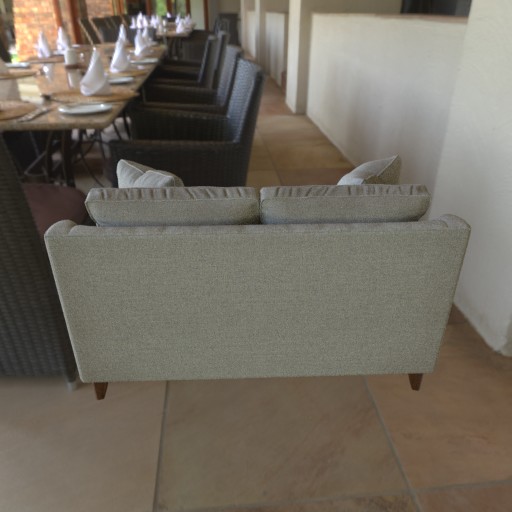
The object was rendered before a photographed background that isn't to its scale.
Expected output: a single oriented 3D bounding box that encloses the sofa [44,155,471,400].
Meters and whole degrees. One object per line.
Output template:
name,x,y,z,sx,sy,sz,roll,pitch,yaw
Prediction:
sofa,0.000,0.000,2.002,1.422,0.863,0.915,-1,29,-2
